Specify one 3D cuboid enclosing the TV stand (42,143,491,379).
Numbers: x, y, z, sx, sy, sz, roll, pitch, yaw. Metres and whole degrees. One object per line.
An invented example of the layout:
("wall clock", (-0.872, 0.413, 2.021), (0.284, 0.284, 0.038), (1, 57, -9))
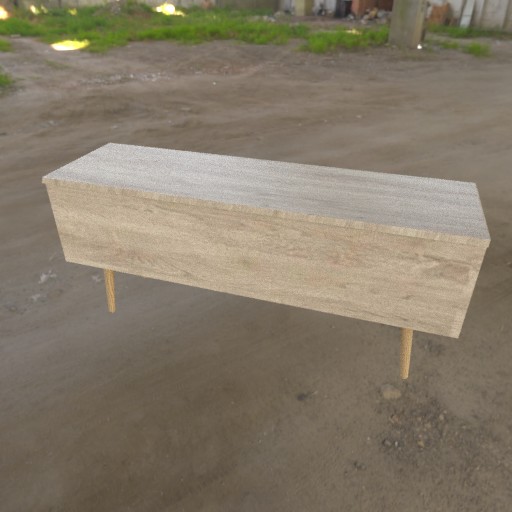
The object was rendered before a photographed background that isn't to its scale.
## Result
("TV stand", (0.000, 0.000, 1.545), (1.313, 0.565, 0.401), (10, 33, 15))
